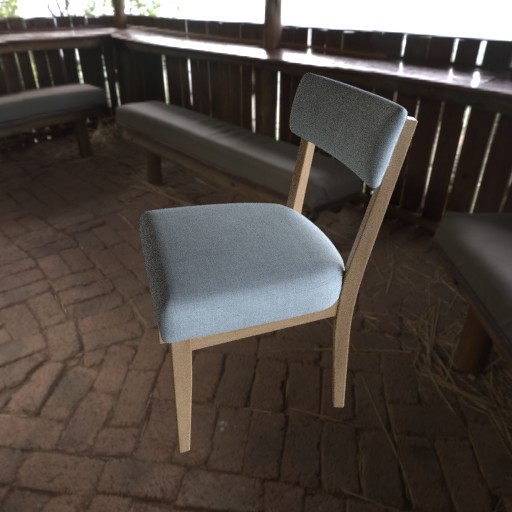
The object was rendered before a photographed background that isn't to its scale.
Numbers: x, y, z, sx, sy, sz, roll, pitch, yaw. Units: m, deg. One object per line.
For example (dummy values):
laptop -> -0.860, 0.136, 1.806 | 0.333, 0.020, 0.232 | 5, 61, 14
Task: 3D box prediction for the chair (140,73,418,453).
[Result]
chair -> 0.000, 0.000, 1.182 | 0.572, 0.832, 0.508 | -9, 32, -15
